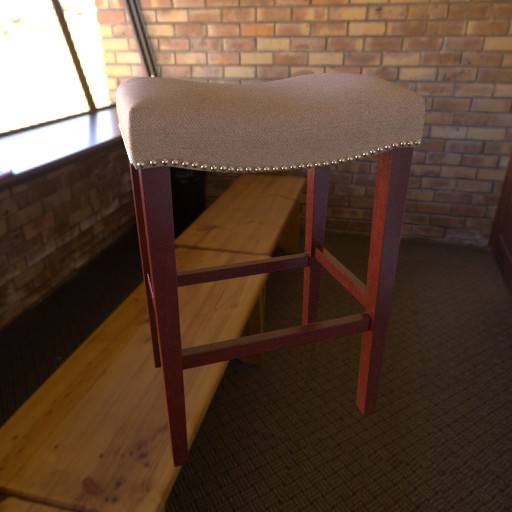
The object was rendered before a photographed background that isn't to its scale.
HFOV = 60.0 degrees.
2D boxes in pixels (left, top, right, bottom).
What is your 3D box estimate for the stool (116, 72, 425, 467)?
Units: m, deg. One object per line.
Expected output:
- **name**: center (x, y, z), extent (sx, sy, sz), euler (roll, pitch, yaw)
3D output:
- **stool**: center (0.000, 0.000, 0.984), extent (0.504, 0.742, 0.372), euler (-8, 27, -16)
